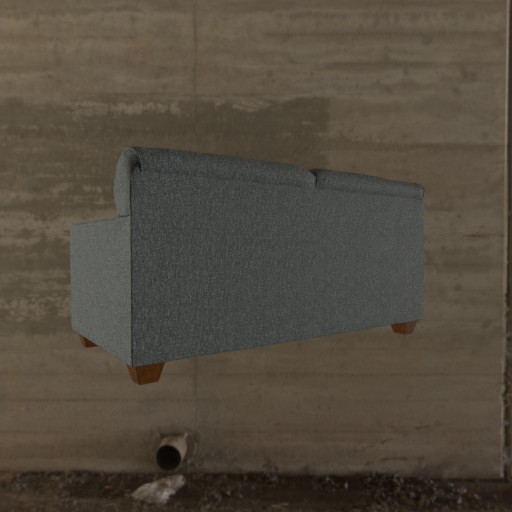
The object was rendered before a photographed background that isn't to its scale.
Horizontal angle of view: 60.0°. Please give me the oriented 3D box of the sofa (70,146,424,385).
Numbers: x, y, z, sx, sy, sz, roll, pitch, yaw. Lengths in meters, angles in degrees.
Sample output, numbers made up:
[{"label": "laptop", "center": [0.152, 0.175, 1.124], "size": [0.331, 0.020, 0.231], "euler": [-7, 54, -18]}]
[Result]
[{"label": "sofa", "center": [0.000, 0.000, 2.559], "size": [1.846, 0.958, 0.998], "euler": [-1, 2, -35]}]
